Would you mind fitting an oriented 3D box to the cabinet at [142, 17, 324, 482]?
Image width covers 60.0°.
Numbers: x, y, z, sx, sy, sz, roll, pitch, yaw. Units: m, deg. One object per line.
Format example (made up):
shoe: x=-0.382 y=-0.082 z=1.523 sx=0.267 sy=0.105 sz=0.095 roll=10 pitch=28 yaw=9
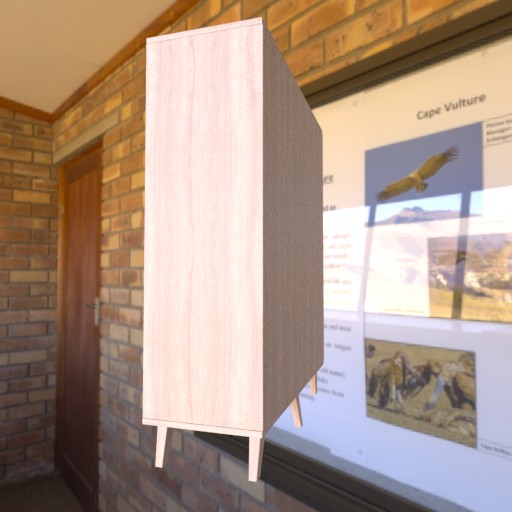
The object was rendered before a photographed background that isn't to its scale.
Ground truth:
cabinet: x=0.000 y=0.000 z=1.889 sx=0.398 sy=1.388 sz=1.111 roll=-1 pitch=-2 yaw=18
